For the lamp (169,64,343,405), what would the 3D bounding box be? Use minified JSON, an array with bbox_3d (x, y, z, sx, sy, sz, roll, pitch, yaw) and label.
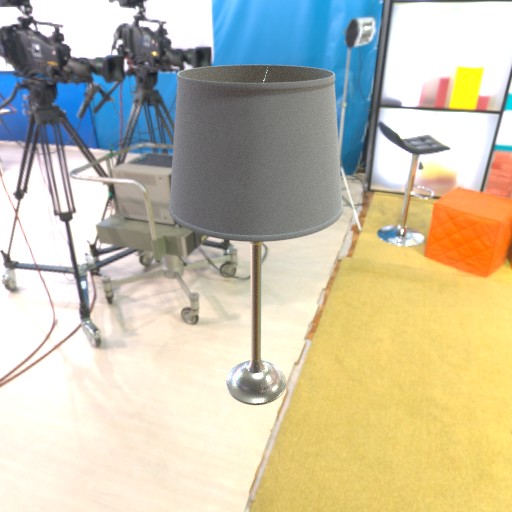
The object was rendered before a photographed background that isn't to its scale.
[{"bbox_3d":[0.000,0.000,0.908,0.331,0.698,0.331,0,29,0],"label":"lamp"}]
